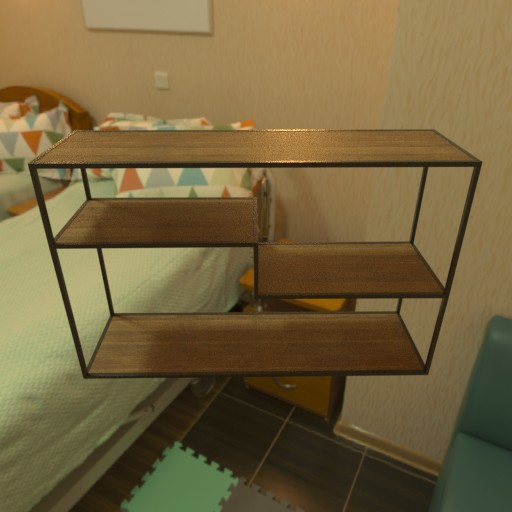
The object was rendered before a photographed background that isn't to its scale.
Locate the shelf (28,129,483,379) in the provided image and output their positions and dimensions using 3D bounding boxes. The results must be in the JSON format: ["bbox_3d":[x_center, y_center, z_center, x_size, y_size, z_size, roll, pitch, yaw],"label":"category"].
[{"bbox_3d":[0.000,0.000,1.510,1.201,0.765,0.361,0,29,-1],"label":"shelf"}]
